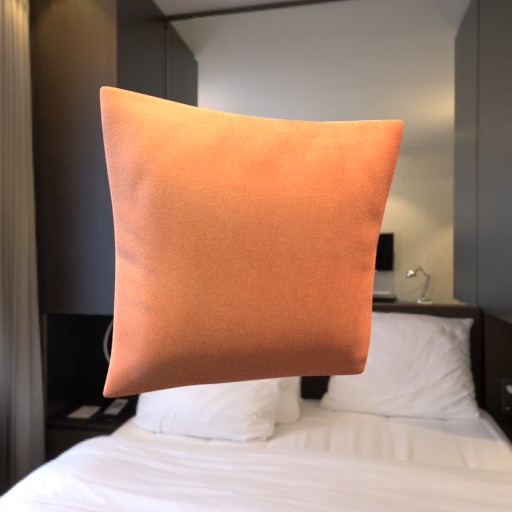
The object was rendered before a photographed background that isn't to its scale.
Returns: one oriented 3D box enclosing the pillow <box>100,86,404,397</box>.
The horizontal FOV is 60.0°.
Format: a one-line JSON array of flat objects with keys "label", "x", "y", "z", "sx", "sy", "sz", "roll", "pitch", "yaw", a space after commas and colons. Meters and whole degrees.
[{"label": "pillow", "x": 0.000, "y": 0.000, "z": 0.641, "sx": 0.424, "sy": 0.401, "sz": 0.177, "roll": 0, "pitch": 0, "yaw": -18}]
